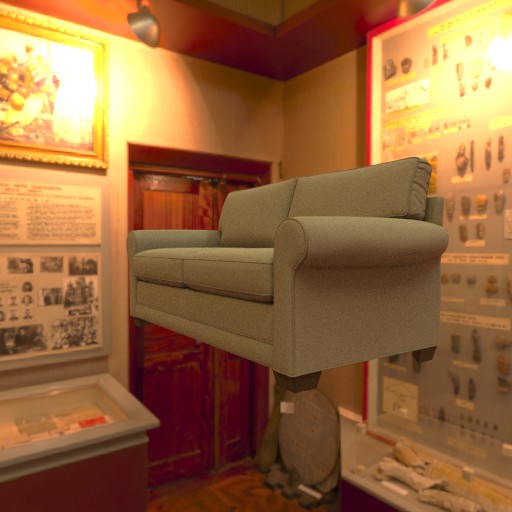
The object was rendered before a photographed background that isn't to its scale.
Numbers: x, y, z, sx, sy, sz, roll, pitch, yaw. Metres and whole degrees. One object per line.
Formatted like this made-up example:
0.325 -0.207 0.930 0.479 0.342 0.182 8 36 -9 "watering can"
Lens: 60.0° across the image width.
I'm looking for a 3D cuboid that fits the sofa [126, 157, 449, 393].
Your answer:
0.000 0.000 2.520 0.940 0.952 1.930 -1 2 -35 "sofa"
